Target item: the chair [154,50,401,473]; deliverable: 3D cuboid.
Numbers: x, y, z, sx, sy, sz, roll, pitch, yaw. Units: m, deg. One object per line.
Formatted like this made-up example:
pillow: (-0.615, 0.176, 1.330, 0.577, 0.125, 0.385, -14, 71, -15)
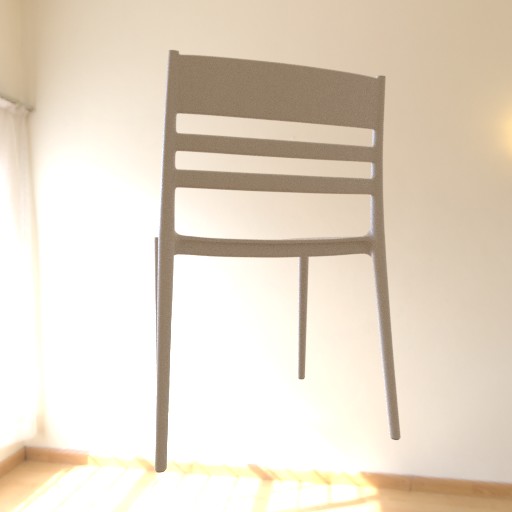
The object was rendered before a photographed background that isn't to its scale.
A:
chair: (0.000, 0.000, 1.121, 0.531, 0.800, 0.511, 0, 1, -16)
